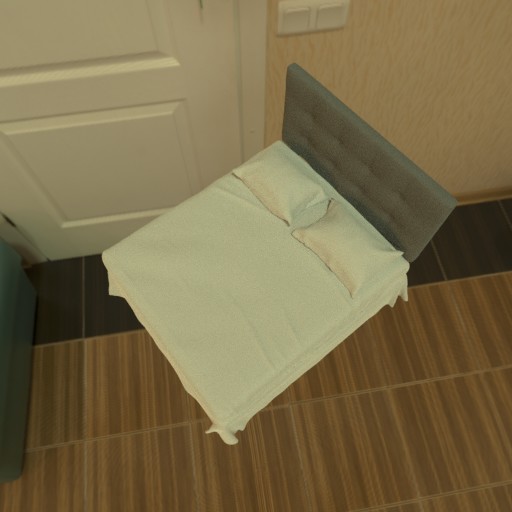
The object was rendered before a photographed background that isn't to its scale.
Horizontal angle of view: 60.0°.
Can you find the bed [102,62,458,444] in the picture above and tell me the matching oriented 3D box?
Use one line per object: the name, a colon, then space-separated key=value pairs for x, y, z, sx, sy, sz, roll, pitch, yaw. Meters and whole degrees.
bed: x=0.000 y=0.000 z=3.531 sx=2.222 sy=1.577 sz=1.936 roll=-36 pitch=69 yaw=-16
